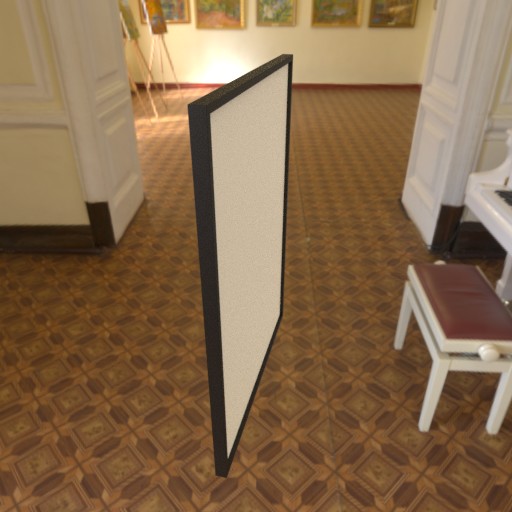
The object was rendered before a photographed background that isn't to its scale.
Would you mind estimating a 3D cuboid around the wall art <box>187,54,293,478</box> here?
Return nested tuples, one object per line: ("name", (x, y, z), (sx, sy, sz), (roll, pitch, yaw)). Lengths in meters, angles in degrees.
("wall art", (0.000, 0.000, 1.382), (0.036, 1.070, 0.802), (8, 31, 13))
